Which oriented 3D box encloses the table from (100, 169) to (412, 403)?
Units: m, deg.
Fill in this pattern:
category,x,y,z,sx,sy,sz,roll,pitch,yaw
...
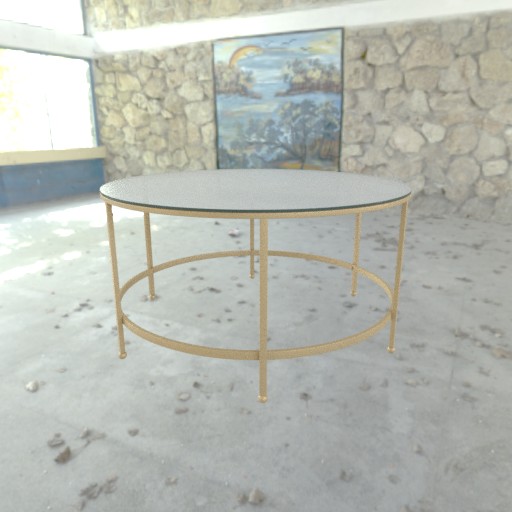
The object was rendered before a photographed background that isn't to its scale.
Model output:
category,x,y,z,sx,sy,sz,roll,pitch,yaw
table,0.000,0.000,1.430,0.914,0.470,0.914,0,16,0
